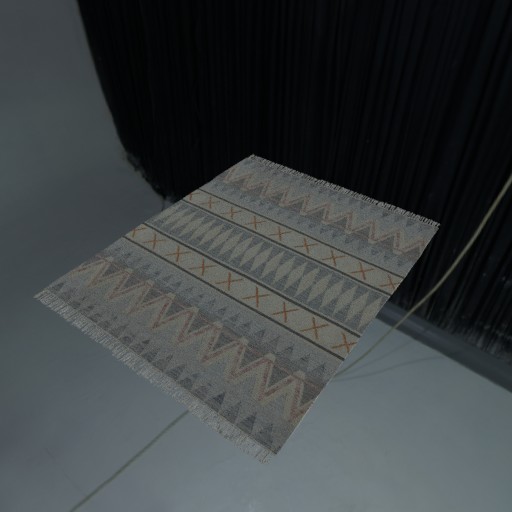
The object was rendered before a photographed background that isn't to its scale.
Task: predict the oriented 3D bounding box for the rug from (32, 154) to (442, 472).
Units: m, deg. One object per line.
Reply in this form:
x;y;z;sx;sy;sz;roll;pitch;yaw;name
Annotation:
0.000;0.000;3.994;2.371;0.012;3.000;26;47;27;rug
